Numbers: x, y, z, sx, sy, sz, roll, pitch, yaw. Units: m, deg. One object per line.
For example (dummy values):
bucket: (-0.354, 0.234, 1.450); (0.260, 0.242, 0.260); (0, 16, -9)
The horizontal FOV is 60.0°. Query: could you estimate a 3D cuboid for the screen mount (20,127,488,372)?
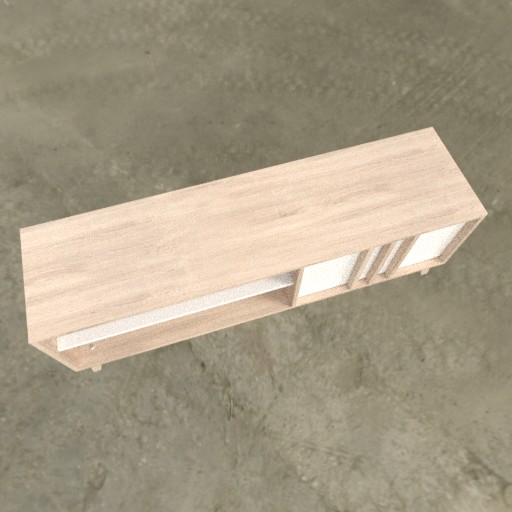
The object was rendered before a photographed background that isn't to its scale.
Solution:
screen mount: (0.000, 0.000, 1.695); (1.500, 0.510, 0.400); (-15, 64, -8)
